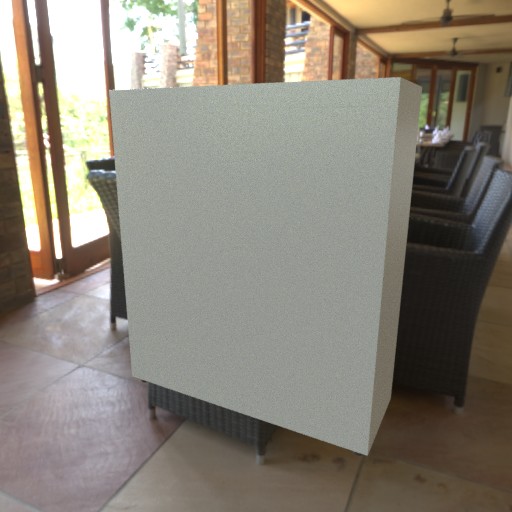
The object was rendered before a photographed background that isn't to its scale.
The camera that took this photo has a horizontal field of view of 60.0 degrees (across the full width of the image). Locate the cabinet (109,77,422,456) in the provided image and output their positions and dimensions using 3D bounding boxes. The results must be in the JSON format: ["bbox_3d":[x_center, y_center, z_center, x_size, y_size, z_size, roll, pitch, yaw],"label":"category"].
[{"bbox_3d":[0.000,0.000,1.624,0.990,1.150,0.348,9,19,27],"label":"cabinet"}]
